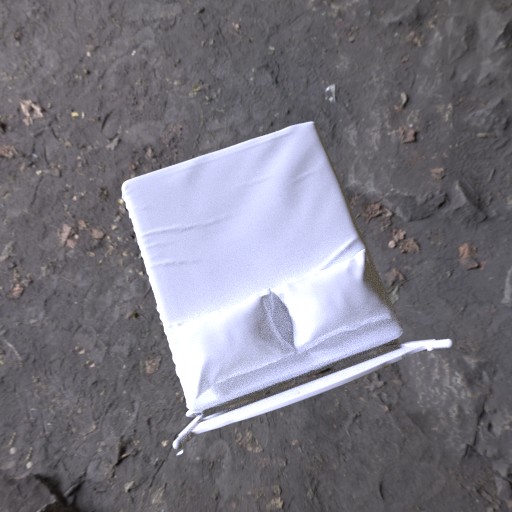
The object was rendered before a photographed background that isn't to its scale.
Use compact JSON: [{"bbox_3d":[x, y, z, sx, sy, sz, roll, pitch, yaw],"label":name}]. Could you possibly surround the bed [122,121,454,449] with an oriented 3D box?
[{"bbox_3d":[0.000,0.000,3.282,1.873,1.356,2.040,-19,77,-4],"label":"bed"}]
